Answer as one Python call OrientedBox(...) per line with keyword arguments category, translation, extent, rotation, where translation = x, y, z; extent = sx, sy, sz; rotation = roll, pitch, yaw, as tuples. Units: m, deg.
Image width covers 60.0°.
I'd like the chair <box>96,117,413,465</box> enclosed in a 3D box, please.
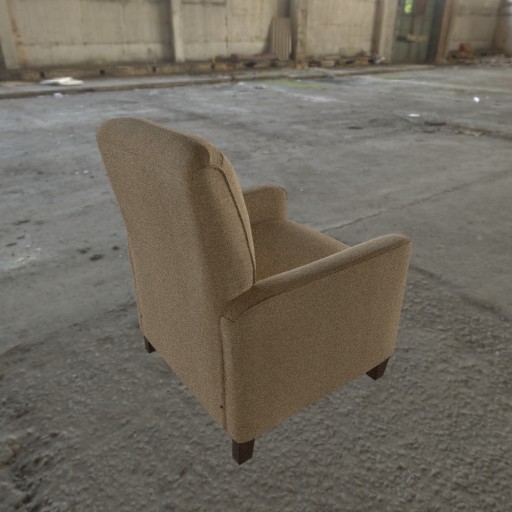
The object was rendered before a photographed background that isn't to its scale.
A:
OrientedBox(category="chair", translation=(0.000, 0.000, 1.664), extent=(0.858, 1.028, 0.841), rotation=(-18, 32, -32))
